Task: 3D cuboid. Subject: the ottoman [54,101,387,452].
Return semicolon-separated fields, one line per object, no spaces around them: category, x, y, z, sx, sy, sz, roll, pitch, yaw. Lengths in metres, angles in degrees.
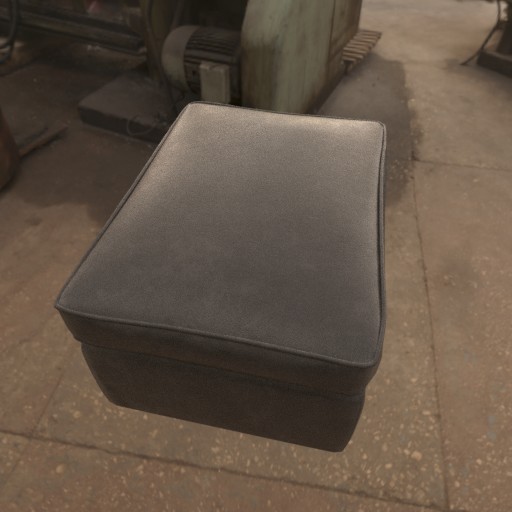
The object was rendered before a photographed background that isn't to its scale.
ottoman;0.000;0.000;1.083;0.554;0.445;0.756;9;46;8
